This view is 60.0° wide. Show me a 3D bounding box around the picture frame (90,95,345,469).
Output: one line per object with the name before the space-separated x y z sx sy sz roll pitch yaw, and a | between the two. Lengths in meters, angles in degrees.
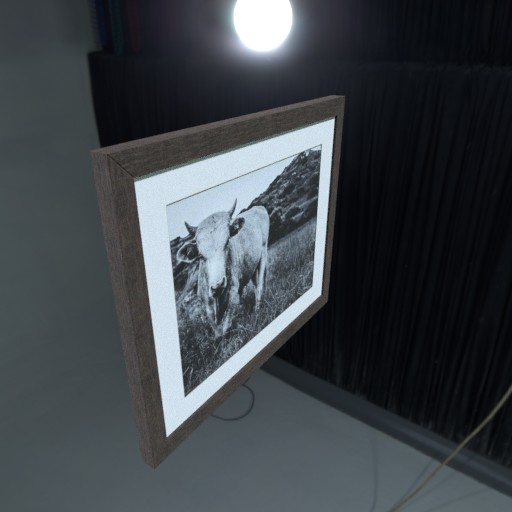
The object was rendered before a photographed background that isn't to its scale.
picture frame | 0.000 0.000 0.741 0.026 0.455 0.546 17 32 31
